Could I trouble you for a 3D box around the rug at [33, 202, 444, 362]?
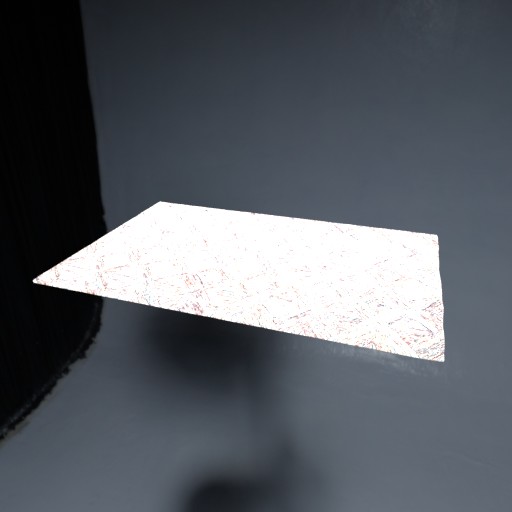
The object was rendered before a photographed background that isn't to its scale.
[{"bbox_3d":[0.000,0.000,2.245,1.761,0.014,1.143,8,27,17],"label":"rug"}]
